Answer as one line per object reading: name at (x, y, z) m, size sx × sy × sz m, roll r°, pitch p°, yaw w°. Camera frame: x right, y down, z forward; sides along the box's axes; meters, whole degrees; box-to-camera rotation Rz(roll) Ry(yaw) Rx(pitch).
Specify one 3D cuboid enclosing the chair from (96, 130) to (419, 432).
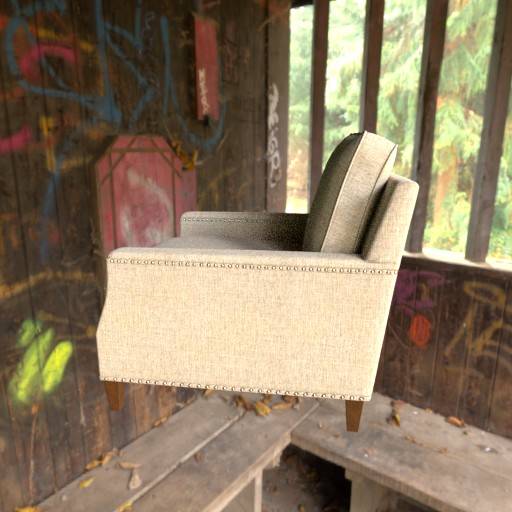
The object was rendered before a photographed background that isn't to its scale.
chair at (0.000, 0.000, 1.749) m, size 1.014 × 0.943 × 0.853 m, roll 2°, pitch 15°, yaw 8°
